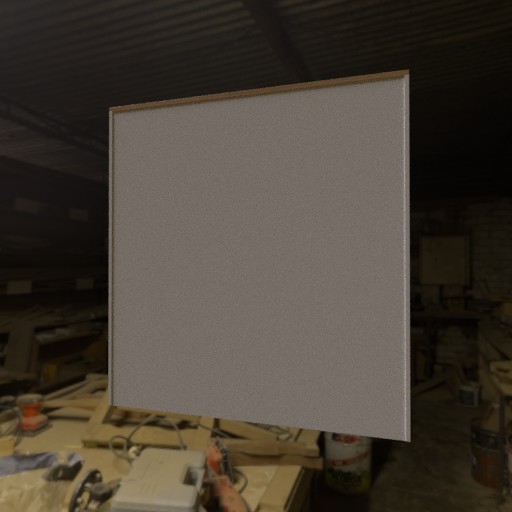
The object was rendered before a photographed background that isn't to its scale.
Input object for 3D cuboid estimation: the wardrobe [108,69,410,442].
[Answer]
[{"bbox_3d":[0.000,0.000,3.309,2.160,2.260,0.590,0,-1,18],"label":"wardrobe"}]
